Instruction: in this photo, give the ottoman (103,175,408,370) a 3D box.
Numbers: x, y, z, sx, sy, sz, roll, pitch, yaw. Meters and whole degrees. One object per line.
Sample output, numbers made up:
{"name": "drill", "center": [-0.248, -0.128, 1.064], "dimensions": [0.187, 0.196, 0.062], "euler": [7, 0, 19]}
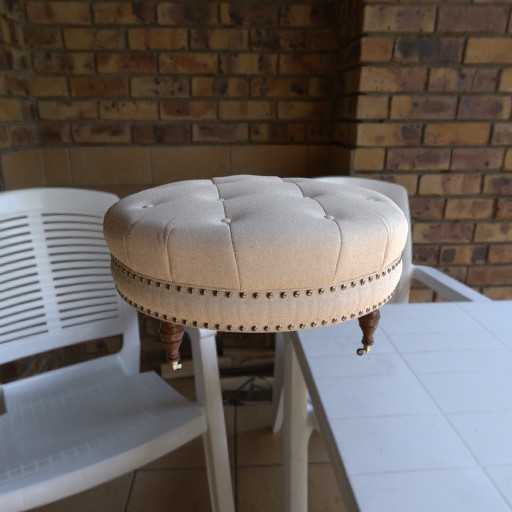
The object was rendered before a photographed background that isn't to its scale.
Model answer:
{"name": "ottoman", "center": [0.000, 0.000, 1.464], "dimensions": [0.940, 0.483, 0.940], "euler": [0, 17, 0]}
